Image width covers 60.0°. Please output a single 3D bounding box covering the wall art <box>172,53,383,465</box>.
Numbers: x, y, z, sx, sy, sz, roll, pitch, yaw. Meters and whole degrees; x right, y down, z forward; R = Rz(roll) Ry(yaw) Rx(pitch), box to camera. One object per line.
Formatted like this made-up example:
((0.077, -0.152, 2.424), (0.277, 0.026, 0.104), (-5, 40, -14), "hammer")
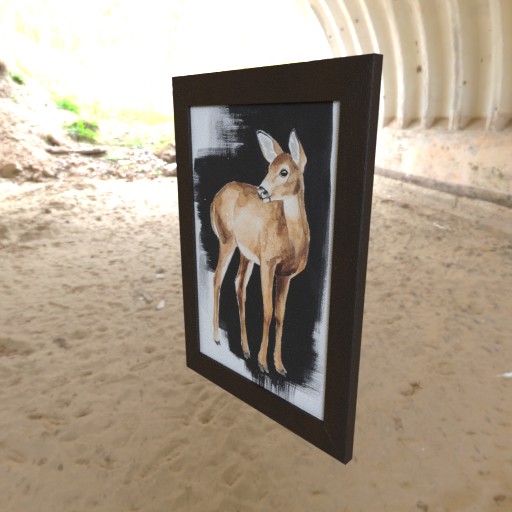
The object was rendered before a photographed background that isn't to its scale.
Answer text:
((0.000, 0.000, 0.653), (0.359, 0.513, 0.017), (16, 23, 42), "wall art")
